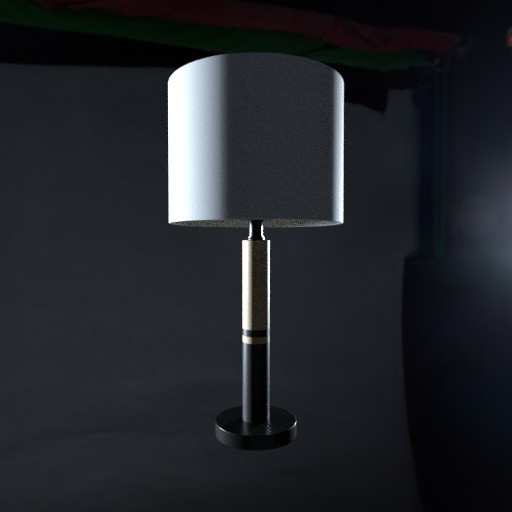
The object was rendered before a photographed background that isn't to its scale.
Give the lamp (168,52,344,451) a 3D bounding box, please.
[{"bbox_3d":[0.000,0.000,0.792,0.305,0.640,0.305,0,2,-18],"label":"lamp"}]
